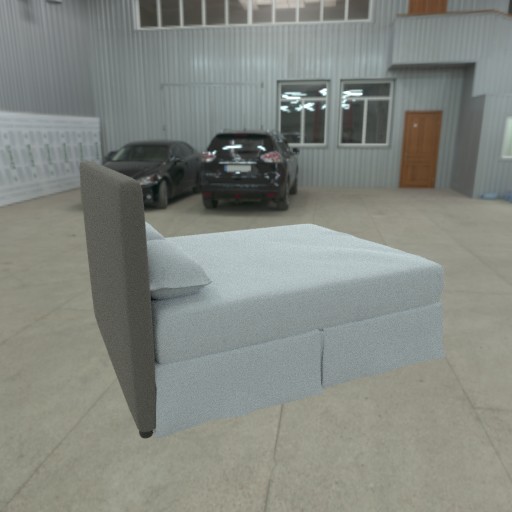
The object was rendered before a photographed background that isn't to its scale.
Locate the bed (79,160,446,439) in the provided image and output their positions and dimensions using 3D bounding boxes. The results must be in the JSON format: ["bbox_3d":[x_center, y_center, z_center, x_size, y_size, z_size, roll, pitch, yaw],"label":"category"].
[{"bbox_3d":[0.000,0.000,3.200,2.142,1.330,1.748,-7,17,-25],"label":"bed"}]
